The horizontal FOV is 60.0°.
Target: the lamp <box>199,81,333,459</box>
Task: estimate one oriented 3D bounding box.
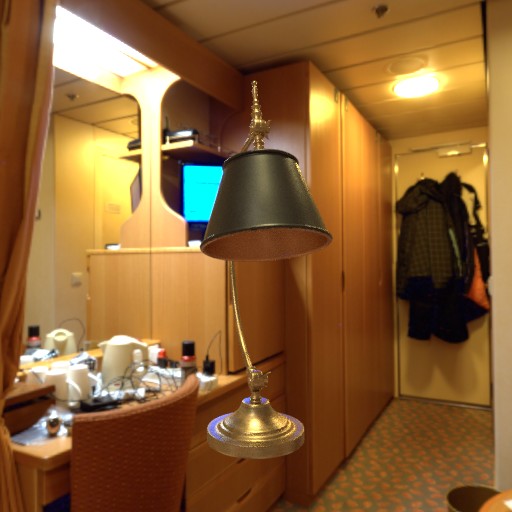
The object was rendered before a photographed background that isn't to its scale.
[{"bbox_3d":[0.000,0.000,0.841,0.235,0.675,0.344,0,-1,-18],"label":"lamp"}]
